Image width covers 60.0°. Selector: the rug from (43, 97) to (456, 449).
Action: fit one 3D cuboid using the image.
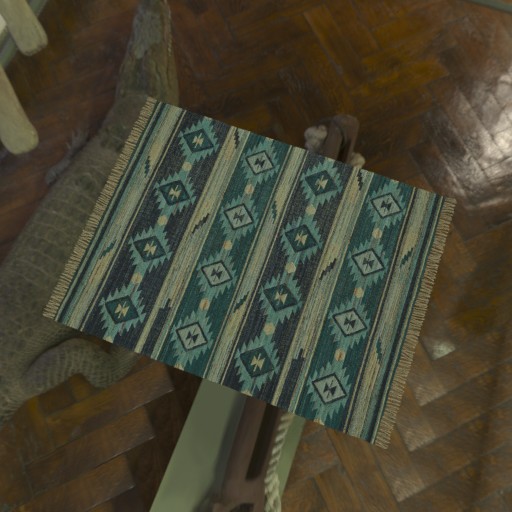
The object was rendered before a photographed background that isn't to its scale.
[{"bbox_3d":[0.000,0.000,4.181,3.307,0.047,2.418,20,77,5],"label":"rug"}]
